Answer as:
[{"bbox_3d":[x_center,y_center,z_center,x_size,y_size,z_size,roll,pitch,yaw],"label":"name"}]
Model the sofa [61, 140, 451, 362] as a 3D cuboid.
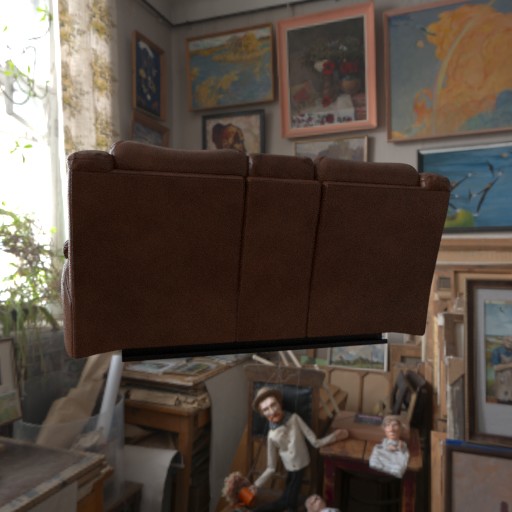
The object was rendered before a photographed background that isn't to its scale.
[{"bbox_3d":[0.000,0.000,2.577,2.058,1.043,0.991,0,0,-18],"label":"sofa"}]
